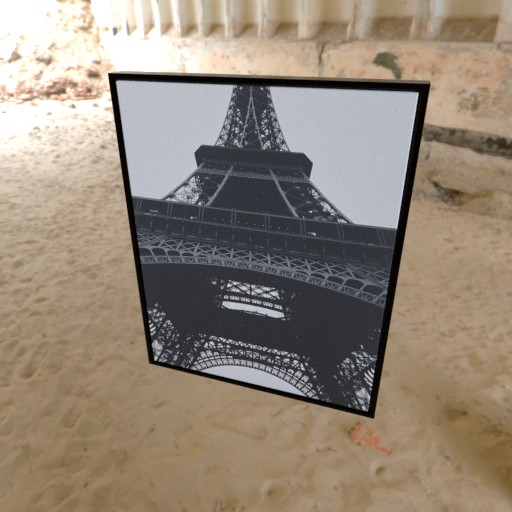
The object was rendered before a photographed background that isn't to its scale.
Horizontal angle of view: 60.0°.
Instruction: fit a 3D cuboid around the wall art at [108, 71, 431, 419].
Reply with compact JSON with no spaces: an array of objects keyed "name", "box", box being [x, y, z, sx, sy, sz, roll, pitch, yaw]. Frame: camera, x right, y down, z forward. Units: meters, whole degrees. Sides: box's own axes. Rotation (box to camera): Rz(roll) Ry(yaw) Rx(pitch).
[{"name":"wall art","box":[0.000,0.000,0.733,0.451,0.553,0.039,9,29,17]}]
